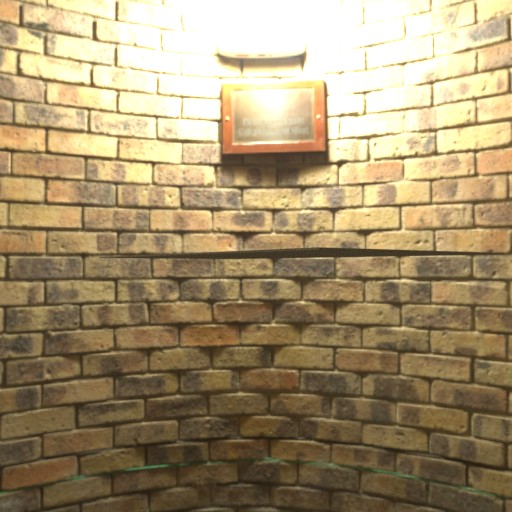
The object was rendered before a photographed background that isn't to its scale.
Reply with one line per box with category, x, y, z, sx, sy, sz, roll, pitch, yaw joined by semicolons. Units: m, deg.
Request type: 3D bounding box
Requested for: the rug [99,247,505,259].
rug;0.000;0.000;3.484;1.546;0.011;3.048;1;-1;-36
